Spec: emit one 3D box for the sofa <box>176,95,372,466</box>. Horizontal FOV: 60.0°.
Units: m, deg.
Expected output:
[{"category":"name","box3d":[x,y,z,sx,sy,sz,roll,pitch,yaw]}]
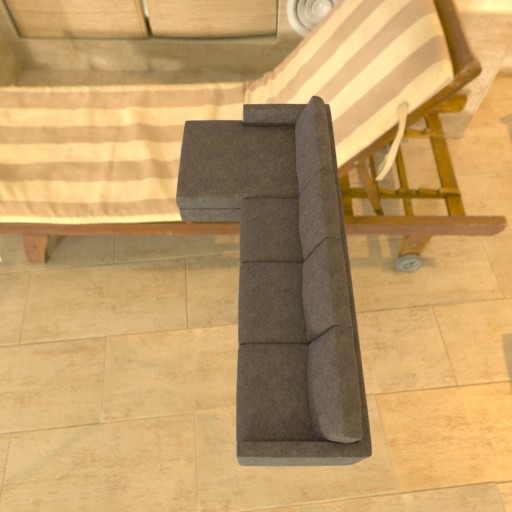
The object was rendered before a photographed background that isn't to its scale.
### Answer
[{"category":"sofa","box3d":[0.000,0.000,4.082,1.606,0.954,3.471,0,60,0]}]
